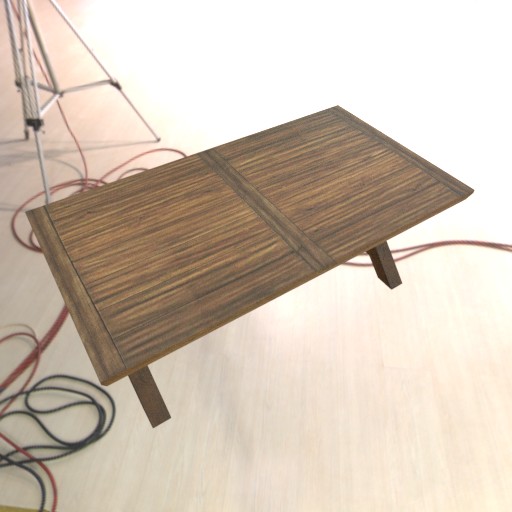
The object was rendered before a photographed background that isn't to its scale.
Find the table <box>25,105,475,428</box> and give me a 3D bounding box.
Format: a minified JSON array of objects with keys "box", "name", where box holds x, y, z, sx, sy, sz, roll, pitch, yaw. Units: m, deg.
[{"box":[0.000,0.000,2.485,1.966,0.793,1.071,-25,51,-22],"name":"table"}]
